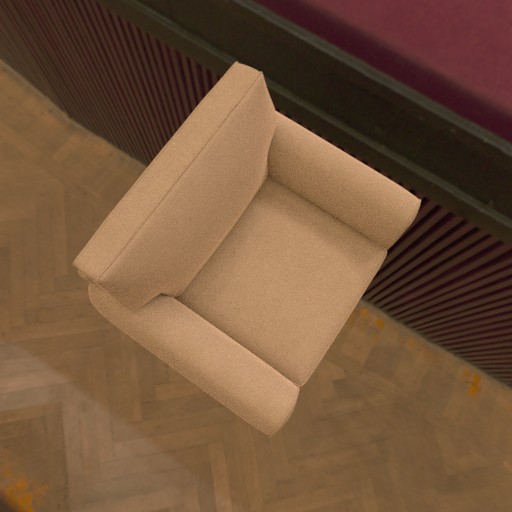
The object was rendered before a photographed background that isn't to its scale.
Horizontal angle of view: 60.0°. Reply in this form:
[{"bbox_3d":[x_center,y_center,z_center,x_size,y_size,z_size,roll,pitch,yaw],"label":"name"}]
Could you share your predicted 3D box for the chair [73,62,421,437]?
[{"bbox_3d":[0.000,0.000,1.754,0.863,0.955,1.040,34,78,8],"label":"chair"}]
